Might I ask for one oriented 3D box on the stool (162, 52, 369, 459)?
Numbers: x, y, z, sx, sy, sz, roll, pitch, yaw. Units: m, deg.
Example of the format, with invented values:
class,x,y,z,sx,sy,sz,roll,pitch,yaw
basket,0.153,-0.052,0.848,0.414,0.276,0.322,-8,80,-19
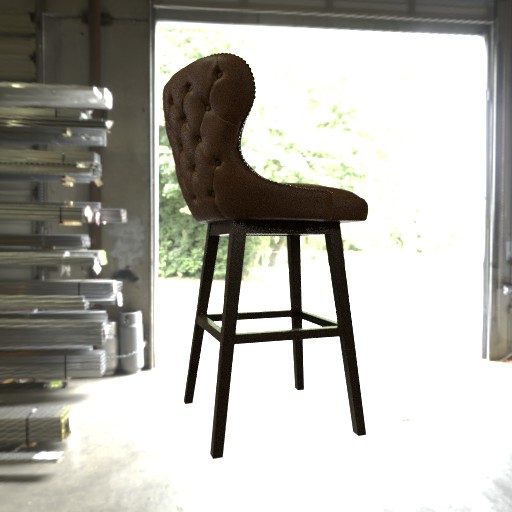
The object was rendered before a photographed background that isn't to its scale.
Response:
class,x,y,z,sx,sy,sz,roll,pitch,yaw
stool,0.000,0.000,1.475,0.606,1.087,0.591,-1,2,-19
